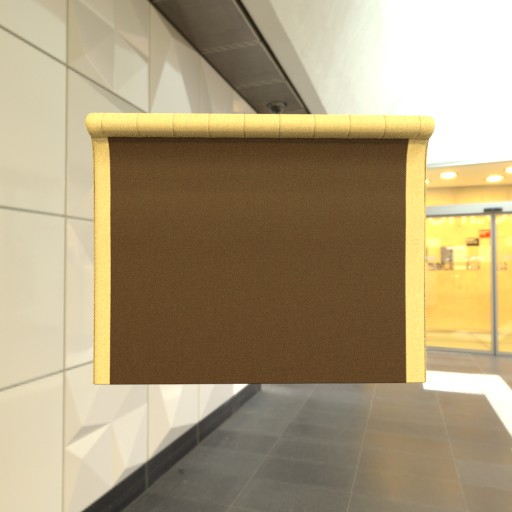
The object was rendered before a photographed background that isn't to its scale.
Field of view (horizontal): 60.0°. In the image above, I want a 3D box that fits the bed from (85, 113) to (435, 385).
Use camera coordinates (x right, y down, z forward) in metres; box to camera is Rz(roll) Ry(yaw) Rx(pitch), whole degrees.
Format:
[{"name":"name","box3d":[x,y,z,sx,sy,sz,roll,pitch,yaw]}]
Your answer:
[{"name":"bed","box3d":[0.000,0.000,3.249,1.606,1.268,2.493,0,-1,-1]}]
